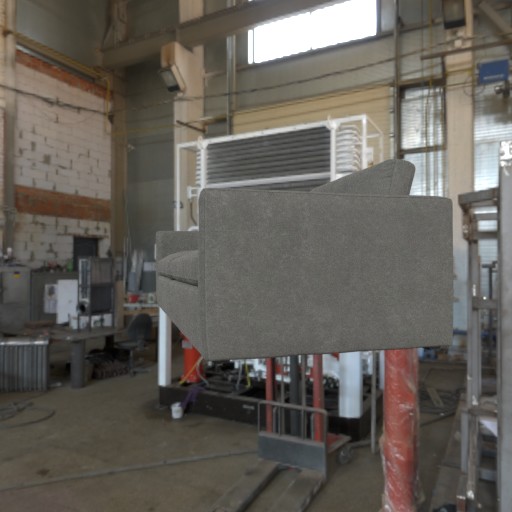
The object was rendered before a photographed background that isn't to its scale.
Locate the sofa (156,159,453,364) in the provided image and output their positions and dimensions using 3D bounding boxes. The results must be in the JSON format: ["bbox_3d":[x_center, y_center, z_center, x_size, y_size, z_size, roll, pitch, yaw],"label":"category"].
[{"bbox_3d":[0.000,0.000,2.781,1.092,0.838,2.257,0,-1,-17],"label":"sofa"}]
